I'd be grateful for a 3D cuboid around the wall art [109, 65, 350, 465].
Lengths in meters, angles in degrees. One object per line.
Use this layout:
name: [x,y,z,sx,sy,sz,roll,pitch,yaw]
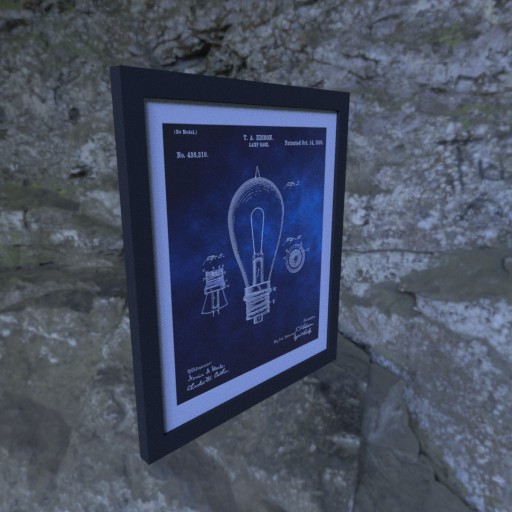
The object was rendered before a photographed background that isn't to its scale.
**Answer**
wall art: [0.000,0.000,0.689,0.428,0.505,0.023,-14,20,-42]
